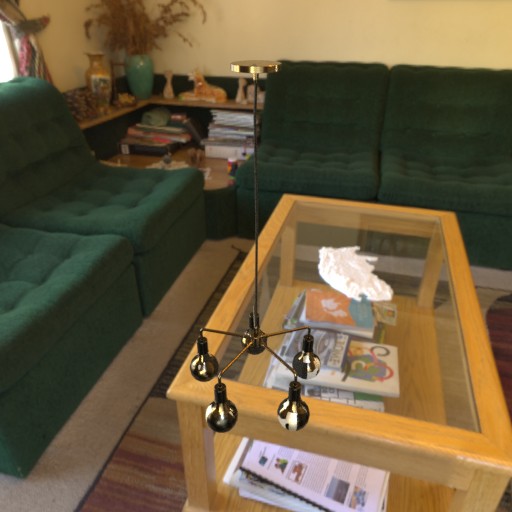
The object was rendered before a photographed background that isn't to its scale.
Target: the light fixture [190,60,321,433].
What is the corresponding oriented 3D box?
[{"bbox_3d":[0.000,0.000,1.225,0.438,0.988,0.421,-1,30,-2],"label":"light fixture"}]
